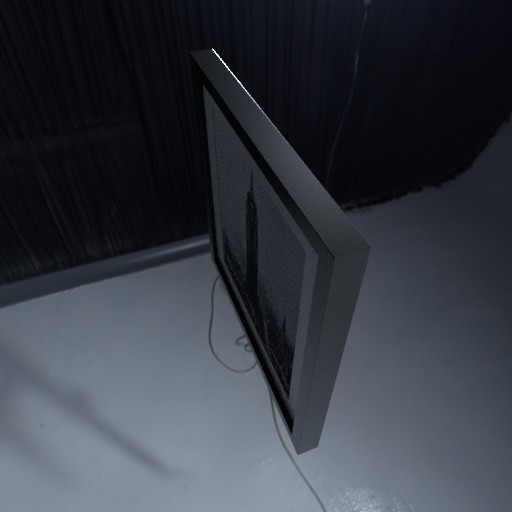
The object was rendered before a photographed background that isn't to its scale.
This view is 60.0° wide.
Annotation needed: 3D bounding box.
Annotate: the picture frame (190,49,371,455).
[{"bbox_3d":[0.000,0.000,0.535,0.029,0.353,0.355,-16,48,-14],"label":"picture frame"}]
